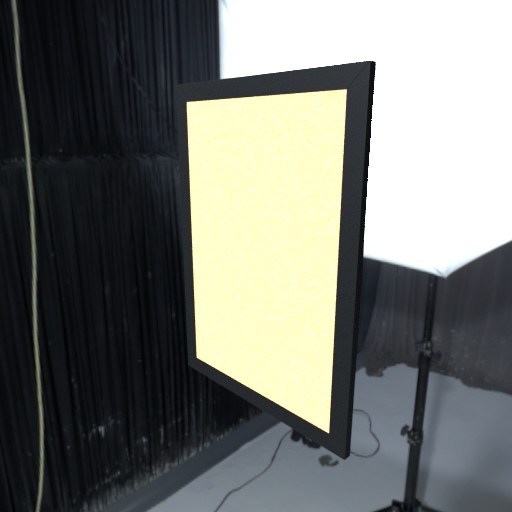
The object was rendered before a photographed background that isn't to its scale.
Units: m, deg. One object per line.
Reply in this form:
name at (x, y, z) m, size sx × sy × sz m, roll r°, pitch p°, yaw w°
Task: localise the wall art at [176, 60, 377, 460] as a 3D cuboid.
wall art at (0.000, 0.000, 0.604) m, size 0.011 × 0.459 × 0.326 m, roll -15°, pitch 21°, yaw -42°
